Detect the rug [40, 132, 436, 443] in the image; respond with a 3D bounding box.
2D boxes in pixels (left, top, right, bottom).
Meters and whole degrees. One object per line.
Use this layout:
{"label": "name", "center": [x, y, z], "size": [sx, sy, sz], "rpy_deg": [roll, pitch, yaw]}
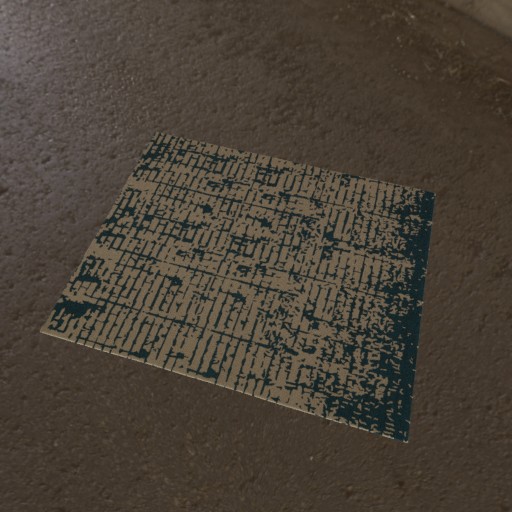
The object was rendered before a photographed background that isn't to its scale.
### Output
{"label": "rug", "center": [0.000, 0.000, 4.039], "size": [3.017, 0.014, 2.416], "rpy_deg": [14, 60, 8]}
